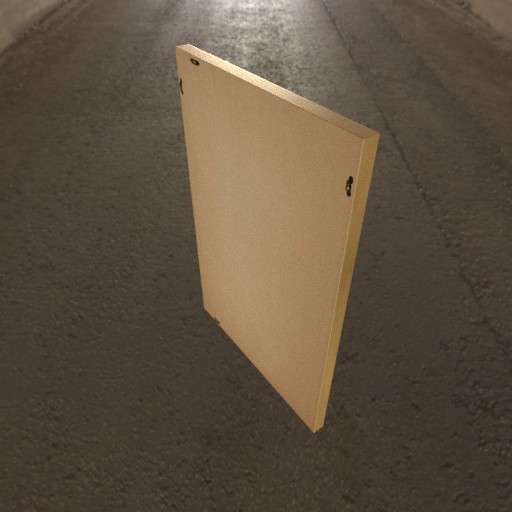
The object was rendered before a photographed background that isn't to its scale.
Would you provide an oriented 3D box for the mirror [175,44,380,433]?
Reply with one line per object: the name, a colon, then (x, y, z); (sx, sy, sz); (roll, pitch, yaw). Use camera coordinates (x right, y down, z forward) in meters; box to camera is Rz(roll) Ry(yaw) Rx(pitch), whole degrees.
mirror: (0.000, 0.000, 1.178); (0.041, 0.915, 0.609); (-26, 47, -27)
